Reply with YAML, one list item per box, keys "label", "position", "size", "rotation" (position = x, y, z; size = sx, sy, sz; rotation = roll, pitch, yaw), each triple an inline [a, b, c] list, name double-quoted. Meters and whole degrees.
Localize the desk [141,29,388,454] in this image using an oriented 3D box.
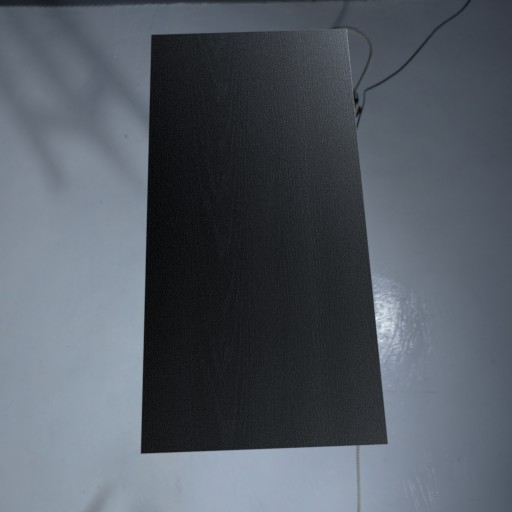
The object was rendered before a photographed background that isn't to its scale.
- label: "desk"
  position: [0.000, 0.000, 1.381]
  size: [0.499, 0.762, 0.991]
  rotation: [-2, 76, 0]
